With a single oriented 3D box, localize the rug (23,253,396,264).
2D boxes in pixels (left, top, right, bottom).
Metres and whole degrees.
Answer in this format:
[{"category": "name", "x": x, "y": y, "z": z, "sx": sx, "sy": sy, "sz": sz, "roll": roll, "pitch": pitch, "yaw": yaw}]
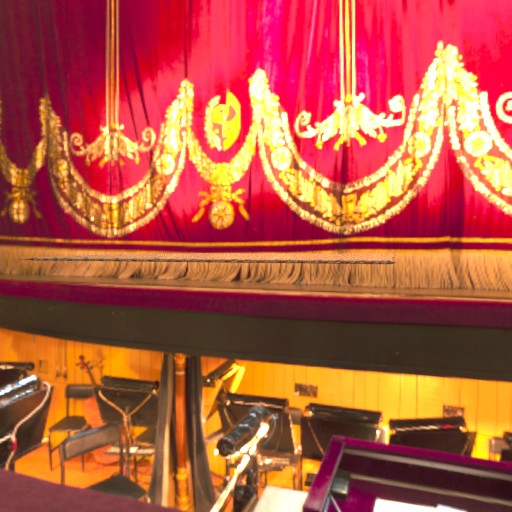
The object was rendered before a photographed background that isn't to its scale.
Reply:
[{"category": "rug", "x": 0.000, "y": 0.000, "z": 4.802, "sx": 2.892, "sy": 0.036, "sz": 3.585, "roll": 0, "pitch": 1, "yaw": 18}]
